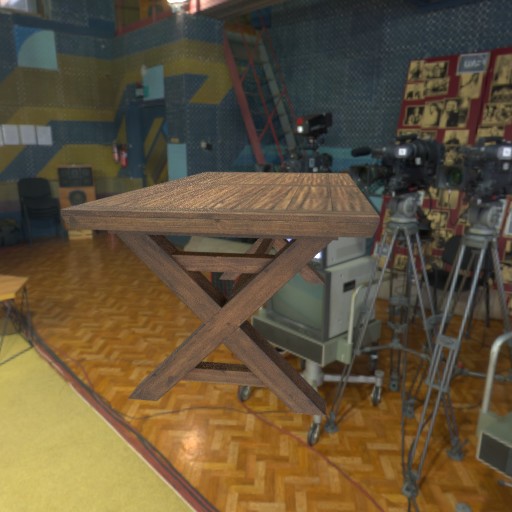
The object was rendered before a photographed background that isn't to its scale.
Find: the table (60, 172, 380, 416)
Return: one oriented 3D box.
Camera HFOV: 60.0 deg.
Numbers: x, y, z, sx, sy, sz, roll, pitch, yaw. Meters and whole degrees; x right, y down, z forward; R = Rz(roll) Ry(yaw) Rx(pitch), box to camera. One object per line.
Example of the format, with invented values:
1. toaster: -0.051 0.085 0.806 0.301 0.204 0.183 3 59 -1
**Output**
1. table: 0.000 0.000 2.491 1.071 0.793 1.966 2 15 8
